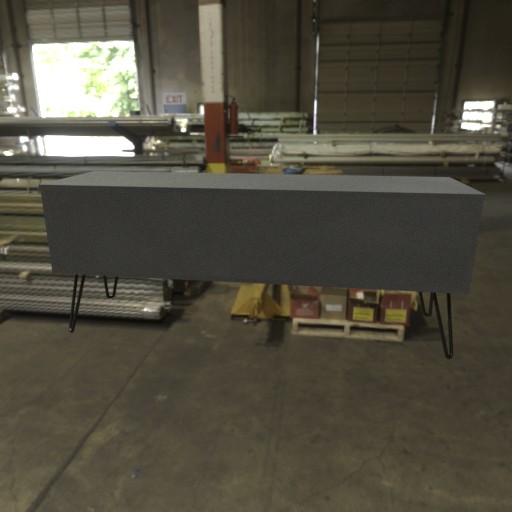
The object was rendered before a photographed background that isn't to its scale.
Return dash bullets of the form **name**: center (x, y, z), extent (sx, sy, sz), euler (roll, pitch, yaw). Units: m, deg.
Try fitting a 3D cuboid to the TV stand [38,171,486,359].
- **TV stand**: center (0.000, 0.000, 1.649), extent (1.400, 0.560, 0.400), euler (2, 18, 8)
